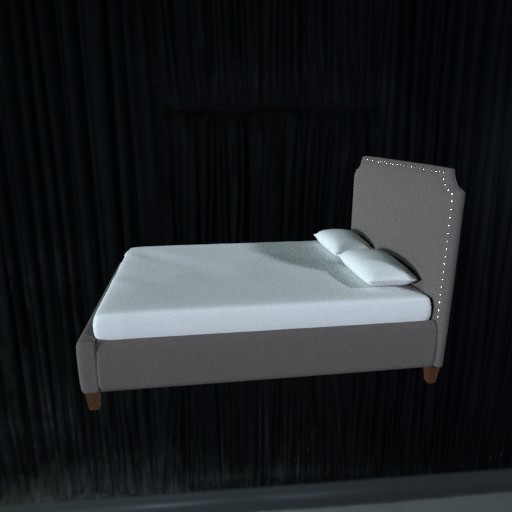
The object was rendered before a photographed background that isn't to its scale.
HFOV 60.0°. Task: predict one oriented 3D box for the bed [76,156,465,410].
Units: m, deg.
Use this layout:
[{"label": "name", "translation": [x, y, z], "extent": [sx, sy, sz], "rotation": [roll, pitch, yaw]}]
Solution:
[{"label": "bed", "translation": [0.000, 0.000, 3.470], "extent": [2.372, 1.443, 1.713], "rotation": [-2, 16, -8]}]
